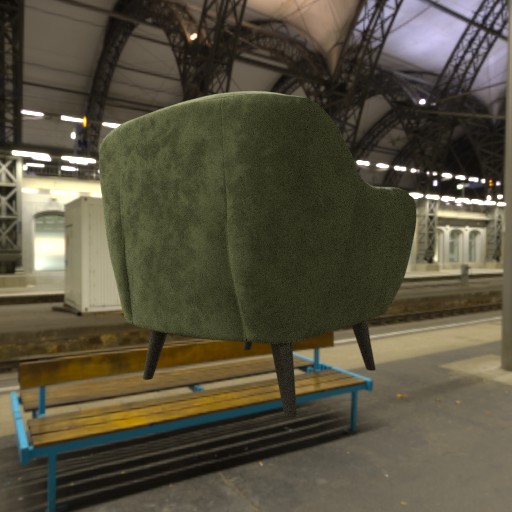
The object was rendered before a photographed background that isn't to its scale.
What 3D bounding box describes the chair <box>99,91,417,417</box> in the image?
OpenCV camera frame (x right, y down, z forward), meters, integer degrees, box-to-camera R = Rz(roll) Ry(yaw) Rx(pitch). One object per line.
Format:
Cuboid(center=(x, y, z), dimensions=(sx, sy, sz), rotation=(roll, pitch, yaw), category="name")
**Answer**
Cuboid(center=(0.000, 0.000, 1.472), dimensions=(0.840, 0.804, 0.819), rotation=(1, 1, 36), category="chair")
